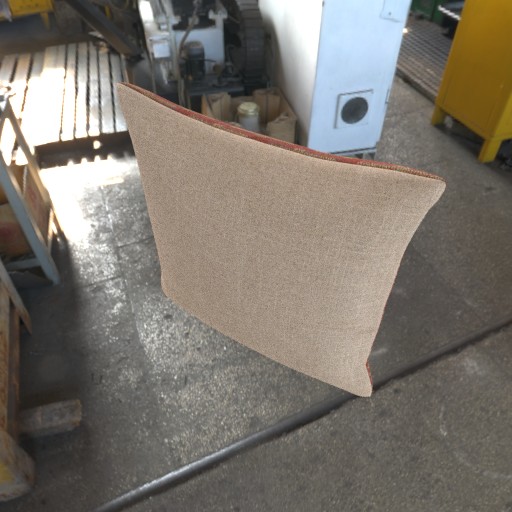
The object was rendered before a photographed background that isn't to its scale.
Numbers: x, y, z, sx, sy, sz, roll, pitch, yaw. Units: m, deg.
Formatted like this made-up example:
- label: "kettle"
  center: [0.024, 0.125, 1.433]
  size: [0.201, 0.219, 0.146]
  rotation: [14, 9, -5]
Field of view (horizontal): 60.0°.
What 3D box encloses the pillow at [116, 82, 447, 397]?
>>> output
- label: "pillow"
  center: [0.000, 0.000, 0.766]
  size: [0.511, 0.503, 0.182]
  rotation: [24, 50, 22]
